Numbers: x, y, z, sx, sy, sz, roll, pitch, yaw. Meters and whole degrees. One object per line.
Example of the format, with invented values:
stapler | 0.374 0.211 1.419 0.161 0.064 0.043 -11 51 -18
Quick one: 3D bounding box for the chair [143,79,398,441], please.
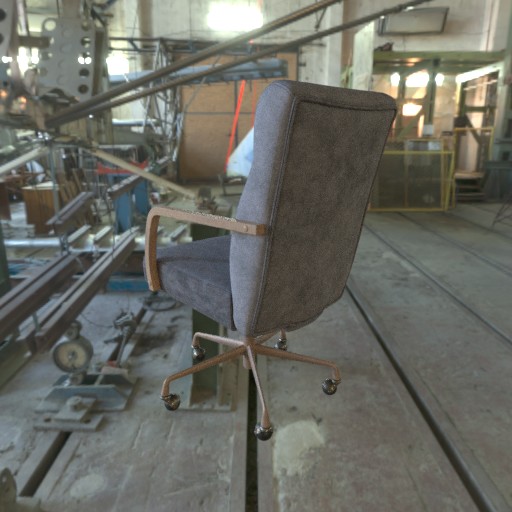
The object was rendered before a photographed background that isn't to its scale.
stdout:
chair | 0.000 0.000 1.492 0.741 1.029 0.640 14 21 42
